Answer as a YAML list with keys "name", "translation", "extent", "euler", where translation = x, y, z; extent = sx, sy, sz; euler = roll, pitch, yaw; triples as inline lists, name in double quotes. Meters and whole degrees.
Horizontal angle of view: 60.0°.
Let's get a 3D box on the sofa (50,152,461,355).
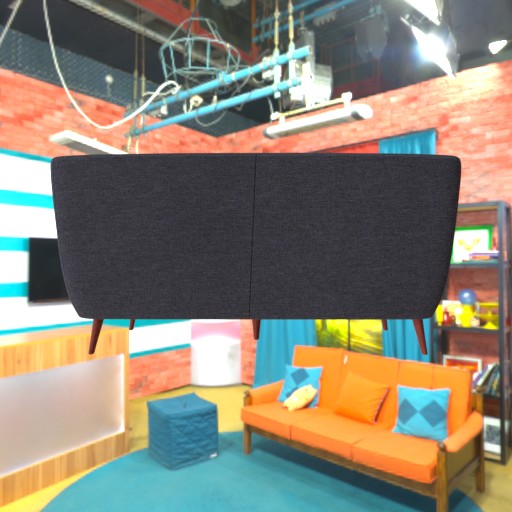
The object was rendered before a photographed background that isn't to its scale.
- name: "sofa"
  translation: [0.000, 0.000, 2.372]
  extent: [1.929, 0.896, 0.975]
  euler: [0, -1, 0]
